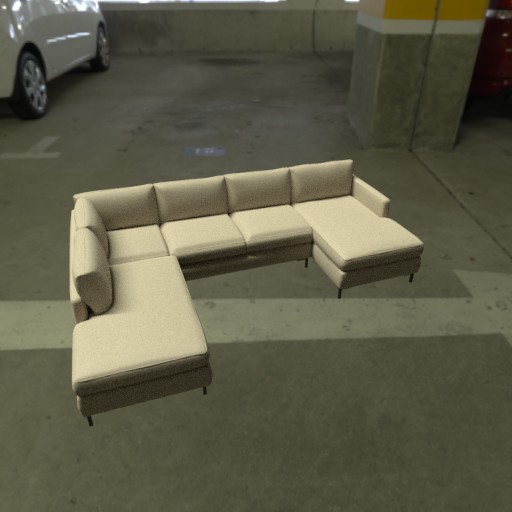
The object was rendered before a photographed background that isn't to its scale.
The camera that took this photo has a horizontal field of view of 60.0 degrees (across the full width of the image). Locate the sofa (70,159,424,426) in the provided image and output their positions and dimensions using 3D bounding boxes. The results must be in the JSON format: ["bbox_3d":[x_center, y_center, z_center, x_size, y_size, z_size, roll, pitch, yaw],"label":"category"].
[{"bbox_3d":[0.000,0.000,3.482,2.737,0.756,1.879,-10,33,-16],"label":"sofa"}]
